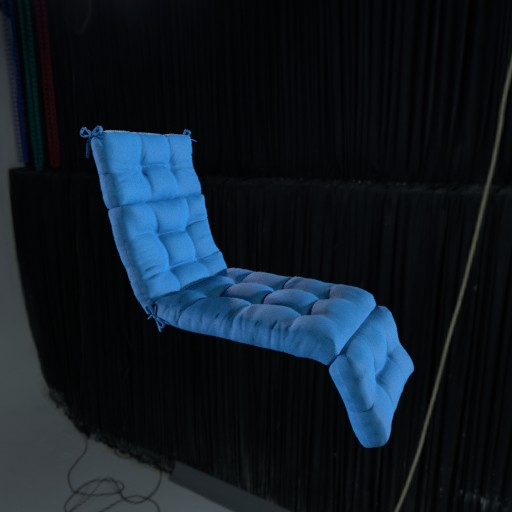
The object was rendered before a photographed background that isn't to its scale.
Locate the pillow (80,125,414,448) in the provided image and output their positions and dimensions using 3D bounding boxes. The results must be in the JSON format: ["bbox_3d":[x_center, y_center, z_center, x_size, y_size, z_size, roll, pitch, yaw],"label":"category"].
[{"bbox_3d":[0.000,0.000,1.494,1.016,0.863,0.526,7,15,27],"label":"pillow"}]
